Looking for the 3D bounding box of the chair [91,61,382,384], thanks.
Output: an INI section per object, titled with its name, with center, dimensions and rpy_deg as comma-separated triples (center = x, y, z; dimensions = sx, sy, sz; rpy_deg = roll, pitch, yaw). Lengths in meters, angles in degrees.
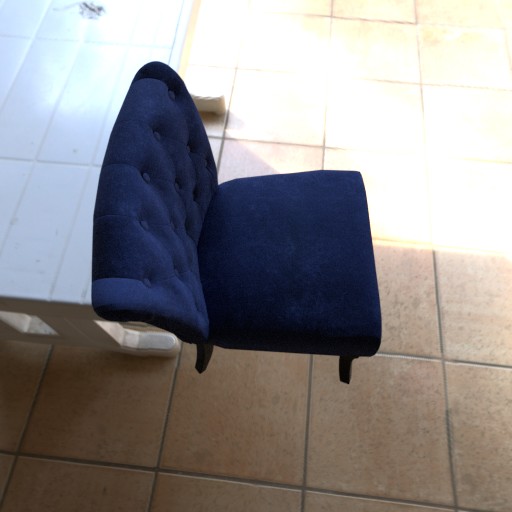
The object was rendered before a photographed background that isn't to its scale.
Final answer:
[chair]
center = 0.000, 0.000, 1.157
dimensions = 0.606, 0.753, 0.585
rpy_deg = 0, 63, 0
